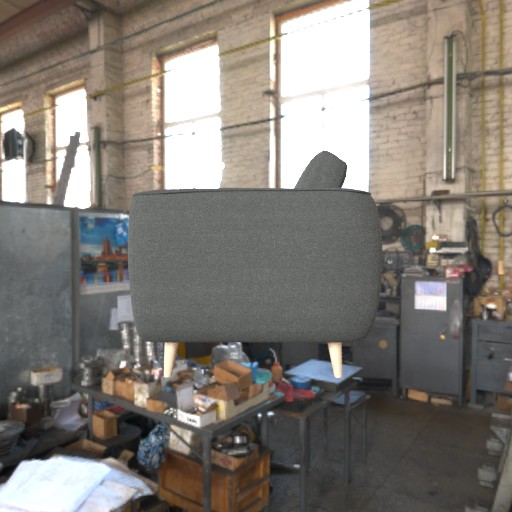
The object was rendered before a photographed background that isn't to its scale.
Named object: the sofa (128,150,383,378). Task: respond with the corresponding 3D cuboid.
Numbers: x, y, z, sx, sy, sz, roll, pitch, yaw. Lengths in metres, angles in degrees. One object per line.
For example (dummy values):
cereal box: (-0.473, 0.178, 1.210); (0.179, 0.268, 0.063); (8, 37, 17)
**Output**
sofa: (0.000, 0.000, 2.448); (0.920, 0.850, 2.000); (0, 1, 1)
